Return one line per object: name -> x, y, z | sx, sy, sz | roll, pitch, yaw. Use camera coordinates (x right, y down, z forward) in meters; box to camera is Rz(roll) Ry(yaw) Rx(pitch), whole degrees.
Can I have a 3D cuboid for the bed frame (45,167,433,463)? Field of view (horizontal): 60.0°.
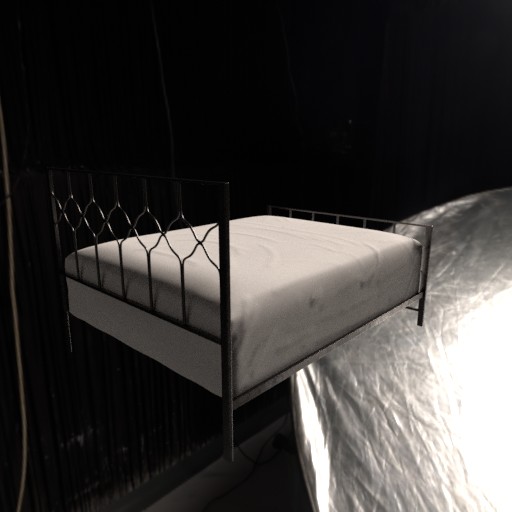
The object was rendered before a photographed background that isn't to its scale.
bed frame -> 0.000, 0.000, 3.057 | 1.597, 1.222, 2.063 | 13, 19, 41
